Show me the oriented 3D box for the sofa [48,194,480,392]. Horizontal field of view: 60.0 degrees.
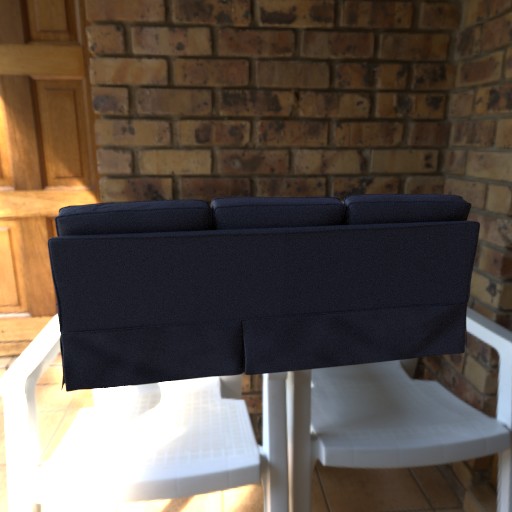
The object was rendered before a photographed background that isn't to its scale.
[{"bbox_3d":[0.000,0.000,3.296,2.518,1.039,1.637,-3,15,-11],"label":"sofa"}]
